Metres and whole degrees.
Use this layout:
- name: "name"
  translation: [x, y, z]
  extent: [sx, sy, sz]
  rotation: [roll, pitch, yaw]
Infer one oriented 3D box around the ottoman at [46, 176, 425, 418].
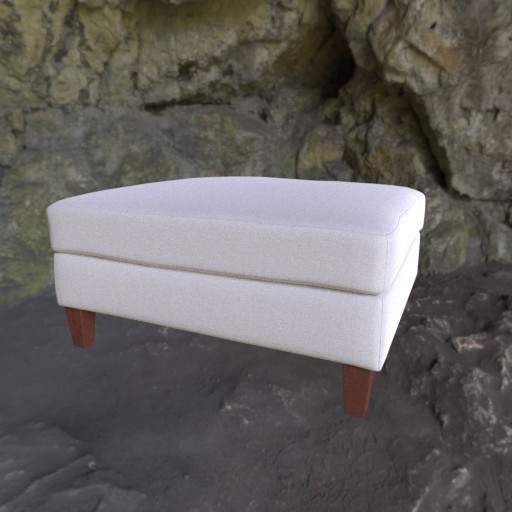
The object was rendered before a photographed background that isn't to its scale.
- name: "ottoman"
  translation: [0.000, 0.000, 1.472]
  extent: [0.976, 0.492, 0.836]
  rotation: [7, 16, 24]
